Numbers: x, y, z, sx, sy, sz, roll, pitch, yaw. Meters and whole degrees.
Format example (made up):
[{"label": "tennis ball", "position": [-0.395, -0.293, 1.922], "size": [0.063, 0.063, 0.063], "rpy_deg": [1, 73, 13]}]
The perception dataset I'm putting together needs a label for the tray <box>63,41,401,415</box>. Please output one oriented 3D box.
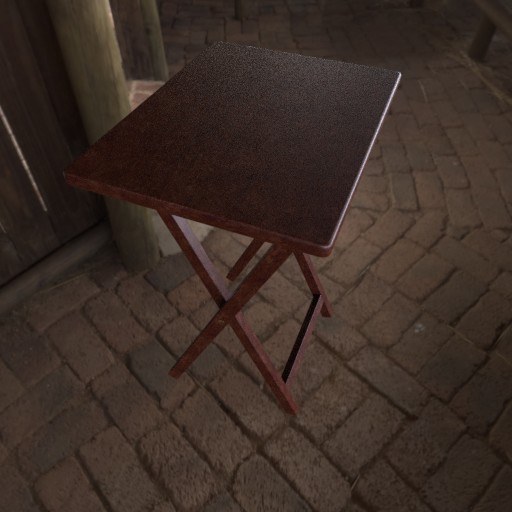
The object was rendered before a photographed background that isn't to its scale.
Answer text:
[{"label": "tray", "position": [0.000, 0.000, 0.946], "size": [0.381, 0.660, 0.483], "rpy_deg": [17, 49, 15]}]
